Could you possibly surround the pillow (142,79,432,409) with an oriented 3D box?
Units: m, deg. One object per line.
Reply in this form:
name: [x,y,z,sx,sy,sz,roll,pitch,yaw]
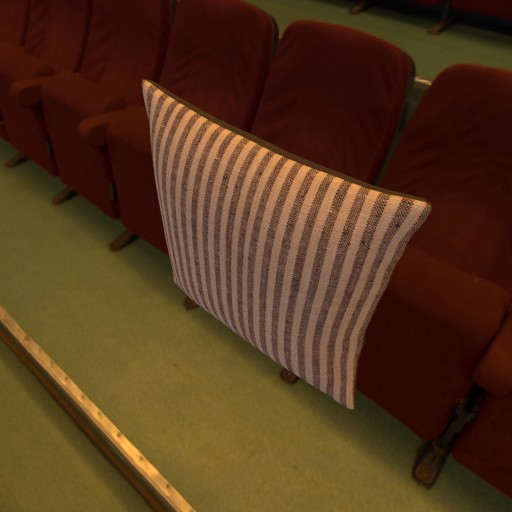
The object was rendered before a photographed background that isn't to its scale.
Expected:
pillow: [0.000,0.000,0.803,0.523,0.506,0.166,31,53,27]
